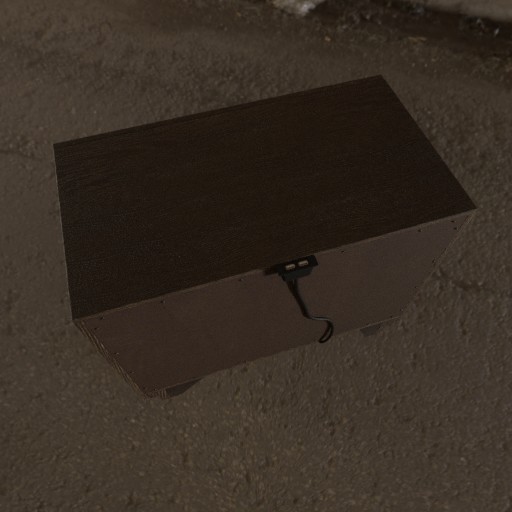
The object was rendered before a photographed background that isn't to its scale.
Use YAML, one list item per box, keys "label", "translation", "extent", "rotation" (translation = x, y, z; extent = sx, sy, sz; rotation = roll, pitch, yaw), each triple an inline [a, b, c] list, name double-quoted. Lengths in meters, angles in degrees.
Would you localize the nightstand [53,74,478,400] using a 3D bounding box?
- label: "nightstand"
  translation: [0.000, 0.000, 1.160]
  extent: [0.775, 0.612, 0.457]
  rotation: [-15, 60, -9]
